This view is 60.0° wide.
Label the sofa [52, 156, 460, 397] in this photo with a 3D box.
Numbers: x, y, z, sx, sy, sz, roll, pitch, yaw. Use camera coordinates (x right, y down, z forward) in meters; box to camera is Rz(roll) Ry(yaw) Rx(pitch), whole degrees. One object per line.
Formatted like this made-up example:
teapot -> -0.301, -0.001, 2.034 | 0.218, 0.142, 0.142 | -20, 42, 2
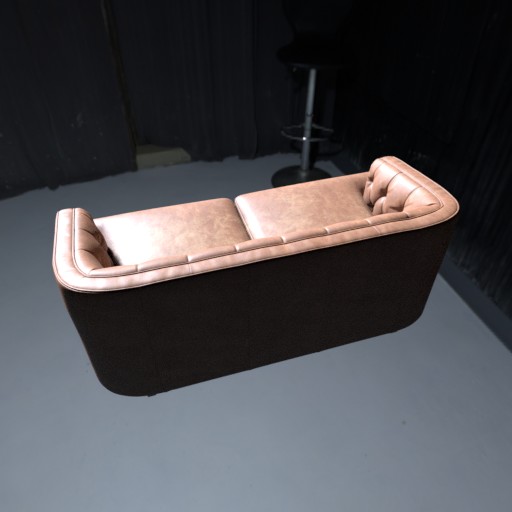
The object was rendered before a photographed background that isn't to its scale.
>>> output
sofa -> 0.000, 0.000, 2.193 | 1.755, 0.786, 0.914 | -12, 43, -13
